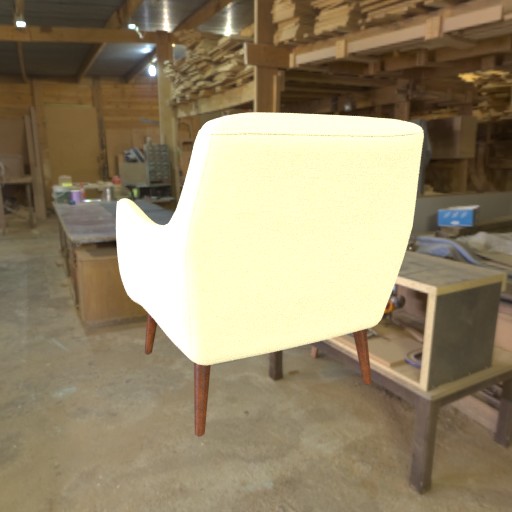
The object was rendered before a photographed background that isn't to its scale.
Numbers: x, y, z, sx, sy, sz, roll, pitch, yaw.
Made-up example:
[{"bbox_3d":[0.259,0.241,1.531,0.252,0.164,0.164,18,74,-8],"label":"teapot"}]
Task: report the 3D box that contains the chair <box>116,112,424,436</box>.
[{"bbox_3d":[0.000,0.000,1.446,0.762,0.838,0.787,-7,15,-27],"label":"chair"}]
